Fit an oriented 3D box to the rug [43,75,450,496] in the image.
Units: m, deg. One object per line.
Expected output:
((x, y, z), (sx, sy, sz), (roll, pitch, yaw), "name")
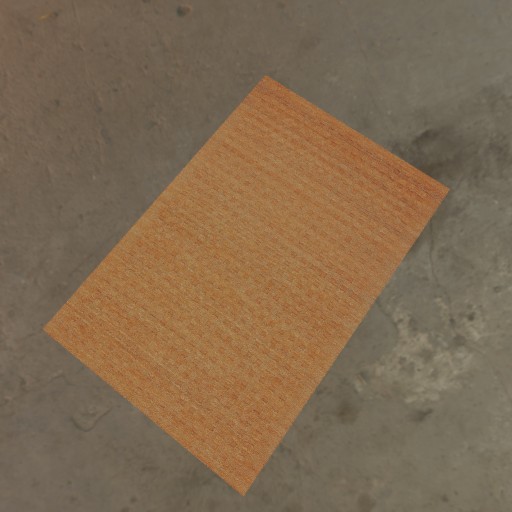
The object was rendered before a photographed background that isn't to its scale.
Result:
((0.000, 0.000, 2.822), (1.524, 0.006, 2.285), (35, 76, 10), "rug")
